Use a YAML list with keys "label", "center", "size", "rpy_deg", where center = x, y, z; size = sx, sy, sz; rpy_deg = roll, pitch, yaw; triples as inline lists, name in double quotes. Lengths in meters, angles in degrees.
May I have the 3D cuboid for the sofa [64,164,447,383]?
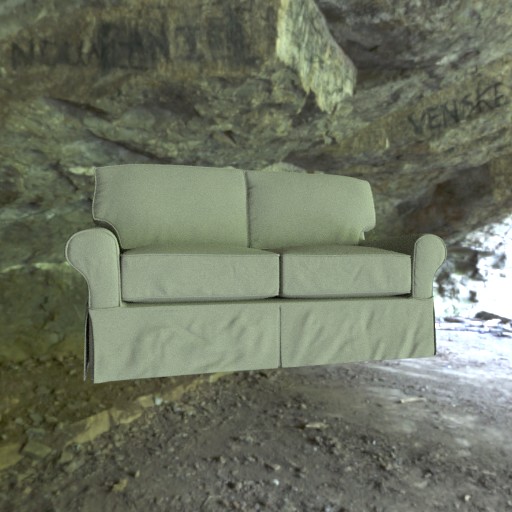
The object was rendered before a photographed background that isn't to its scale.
- label: "sofa"
  center: [0.000, 0.000, 2.377]
  size: [1.823, 1.024, 0.841]
  rpy_deg: [0, 0, -17]
